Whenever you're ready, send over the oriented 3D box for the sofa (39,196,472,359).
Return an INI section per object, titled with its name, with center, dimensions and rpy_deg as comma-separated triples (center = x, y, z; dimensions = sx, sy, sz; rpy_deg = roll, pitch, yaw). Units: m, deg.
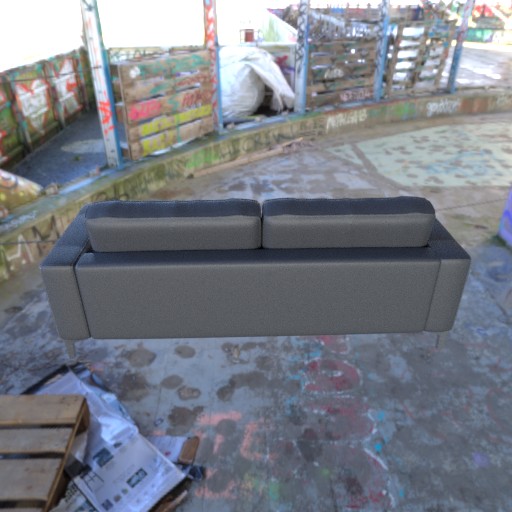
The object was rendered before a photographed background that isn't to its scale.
[sofa]
center = 0.000, 0.000, 2.714
dimensions = 2.275, 0.893, 0.833
rpy_deg = -1, 30, -2
